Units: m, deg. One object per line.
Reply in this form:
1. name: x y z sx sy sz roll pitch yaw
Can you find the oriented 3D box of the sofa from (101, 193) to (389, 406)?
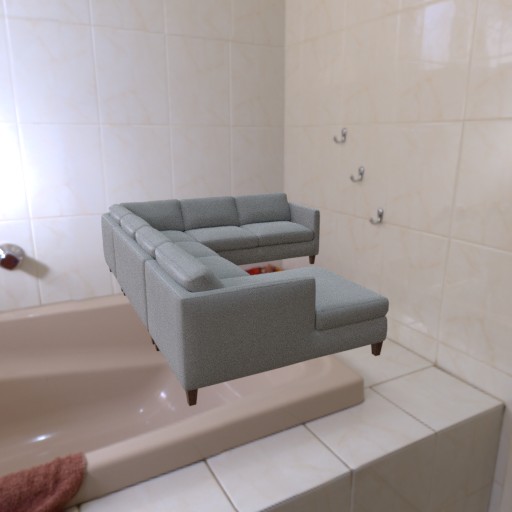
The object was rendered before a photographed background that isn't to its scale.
1. sofa: 0.000 0.000 4.455 2.551 0.853 3.238 -7 17 -25
